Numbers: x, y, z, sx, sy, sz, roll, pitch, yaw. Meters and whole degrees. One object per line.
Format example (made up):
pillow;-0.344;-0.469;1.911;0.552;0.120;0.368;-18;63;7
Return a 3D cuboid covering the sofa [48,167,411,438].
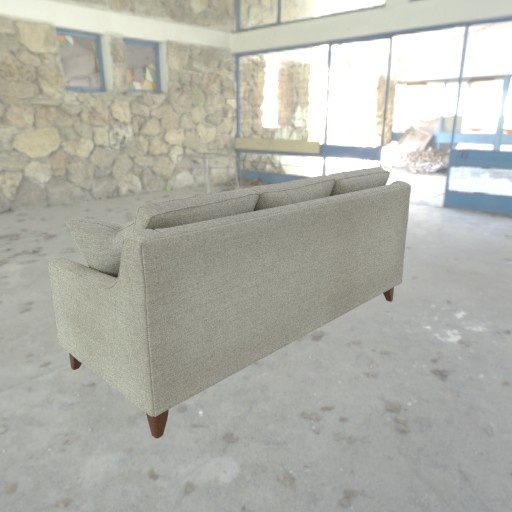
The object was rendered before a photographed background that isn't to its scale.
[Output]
sofa;0.000;0.000;2.525;0.865;0.914;2.031;15;22;41
